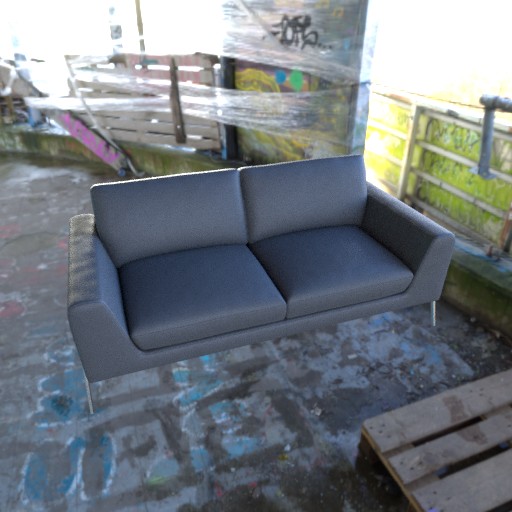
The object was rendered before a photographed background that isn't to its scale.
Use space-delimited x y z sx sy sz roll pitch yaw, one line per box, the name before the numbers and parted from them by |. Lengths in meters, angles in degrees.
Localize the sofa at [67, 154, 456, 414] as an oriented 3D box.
sofa | 0.000 0.000 2.583 2.017 0.875 0.953 -10 32 -17
